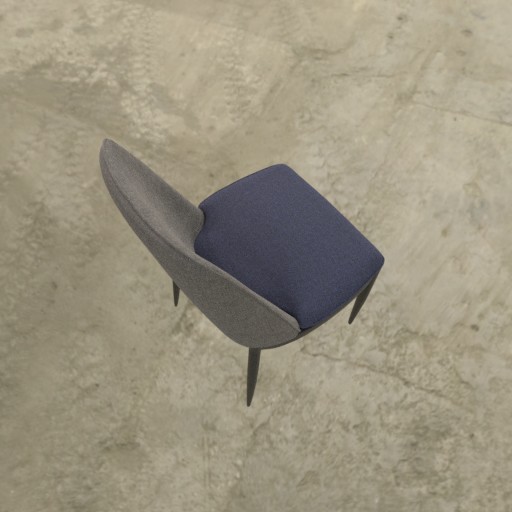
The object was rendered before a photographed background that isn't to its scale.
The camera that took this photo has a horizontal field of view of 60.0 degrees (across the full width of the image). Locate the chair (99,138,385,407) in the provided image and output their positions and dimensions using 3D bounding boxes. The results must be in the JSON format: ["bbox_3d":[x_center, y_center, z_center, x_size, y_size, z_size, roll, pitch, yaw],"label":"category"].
[{"bbox_3d":[0.000,0.000,1.167,0.550,0.855,0.488,-33,64,-18],"label":"chair"}]
